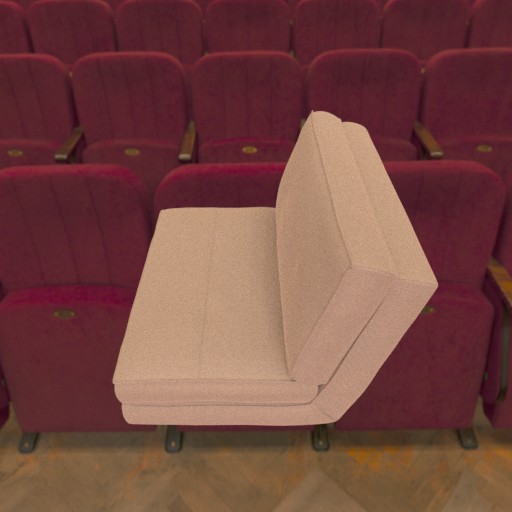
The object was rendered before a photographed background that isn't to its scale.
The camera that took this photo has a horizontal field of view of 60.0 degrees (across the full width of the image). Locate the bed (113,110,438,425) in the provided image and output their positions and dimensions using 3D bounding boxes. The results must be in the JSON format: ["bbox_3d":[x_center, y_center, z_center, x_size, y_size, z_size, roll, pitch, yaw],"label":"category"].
[{"bbox_3d":[0.000,0.000,1.338,0.749,0.614,0.799,0,40,0],"label":"bed"}]
